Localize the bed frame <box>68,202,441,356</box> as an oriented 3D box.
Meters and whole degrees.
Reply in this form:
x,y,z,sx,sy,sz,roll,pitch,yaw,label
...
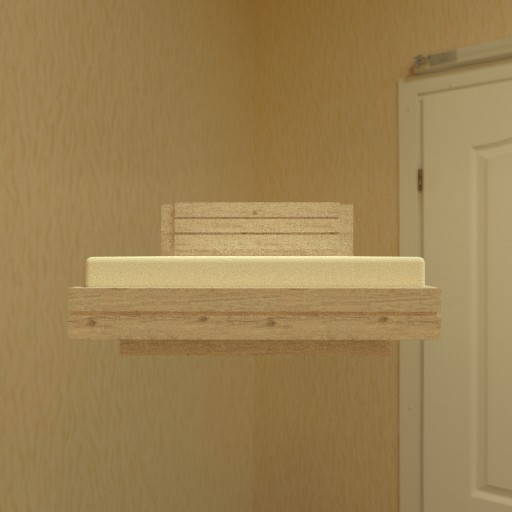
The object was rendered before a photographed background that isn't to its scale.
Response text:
x,y,z,sx,sy,sz,roll,pitch,yaw,label
0.000,0.000,3.023,1.750,0.970,2.080,0,0,1,bed frame
